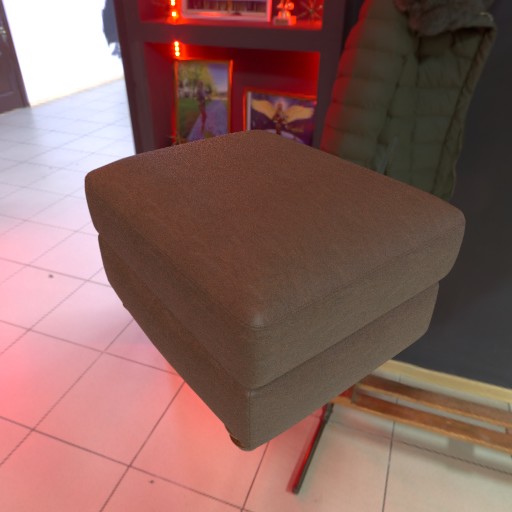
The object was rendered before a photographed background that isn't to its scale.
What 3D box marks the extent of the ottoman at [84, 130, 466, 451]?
[{"bbox_3d":[0.000,0.000,1.167,0.635,0.508,0.787,-22,39,-31],"label":"ottoman"}]
